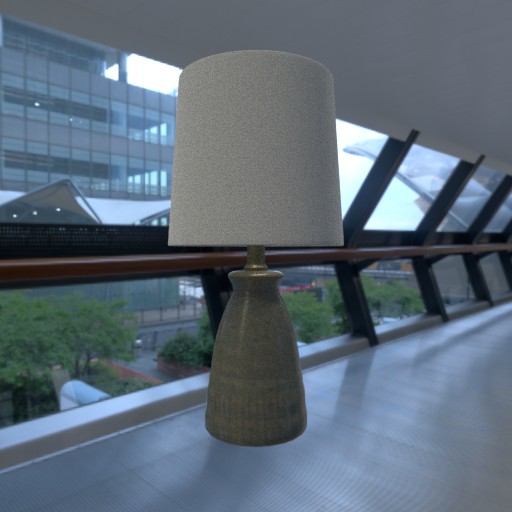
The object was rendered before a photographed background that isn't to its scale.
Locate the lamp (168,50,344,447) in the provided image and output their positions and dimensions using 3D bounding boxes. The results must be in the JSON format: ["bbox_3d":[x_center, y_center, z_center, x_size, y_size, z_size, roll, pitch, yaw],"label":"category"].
[{"bbox_3d":[0.000,0.000,0.479,0.186,0.369,0.186,0,1,0],"label":"lamp"}]
